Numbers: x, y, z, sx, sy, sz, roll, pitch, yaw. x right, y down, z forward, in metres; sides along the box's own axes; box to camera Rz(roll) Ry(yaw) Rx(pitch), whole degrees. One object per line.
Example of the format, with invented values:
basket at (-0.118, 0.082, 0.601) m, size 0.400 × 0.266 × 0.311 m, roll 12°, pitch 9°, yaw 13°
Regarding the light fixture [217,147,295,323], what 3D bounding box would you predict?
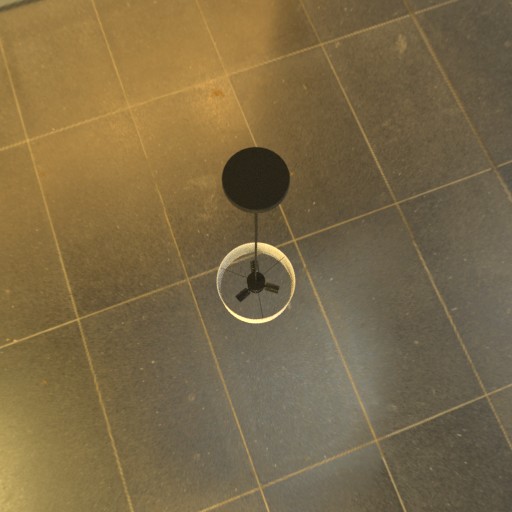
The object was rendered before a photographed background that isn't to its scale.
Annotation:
light fixture at (0.000, 0.000, 1.716) m, size 0.399 × 1.516 × 0.399 m, roll 0°, pitch 77°, yaw 0°
